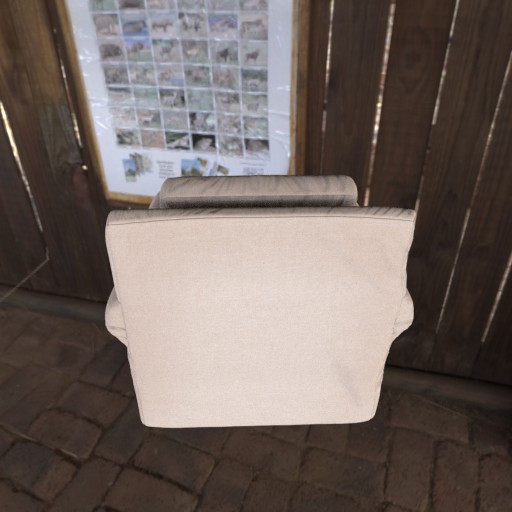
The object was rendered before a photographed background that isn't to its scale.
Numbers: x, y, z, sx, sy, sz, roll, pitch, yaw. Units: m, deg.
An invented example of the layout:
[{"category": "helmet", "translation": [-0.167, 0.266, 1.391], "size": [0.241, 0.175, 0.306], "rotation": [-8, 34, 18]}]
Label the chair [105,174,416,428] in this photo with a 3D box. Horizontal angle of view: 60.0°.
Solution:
[{"category": "chair", "translation": [0.000, 0.000, 1.774], "size": [0.940, 0.866, 1.066], "rotation": [-1, 31, -2]}]
